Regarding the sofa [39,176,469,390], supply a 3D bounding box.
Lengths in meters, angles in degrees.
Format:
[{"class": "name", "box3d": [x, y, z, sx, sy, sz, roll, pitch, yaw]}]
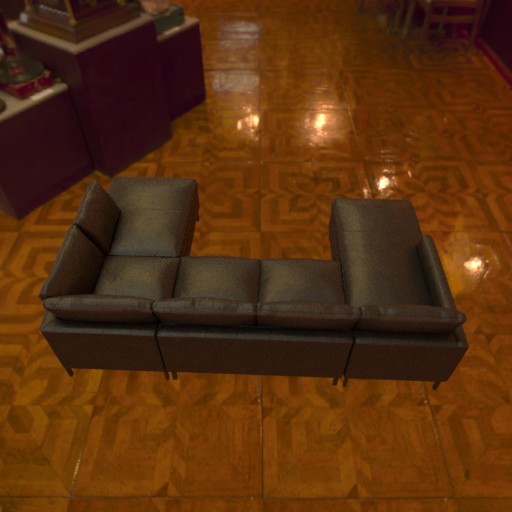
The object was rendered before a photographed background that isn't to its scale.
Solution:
[{"class": "sofa", "box3d": [0.000, 0.000, 3.791, 2.956, 0.900, 1.939, 2, 47, 2]}]
